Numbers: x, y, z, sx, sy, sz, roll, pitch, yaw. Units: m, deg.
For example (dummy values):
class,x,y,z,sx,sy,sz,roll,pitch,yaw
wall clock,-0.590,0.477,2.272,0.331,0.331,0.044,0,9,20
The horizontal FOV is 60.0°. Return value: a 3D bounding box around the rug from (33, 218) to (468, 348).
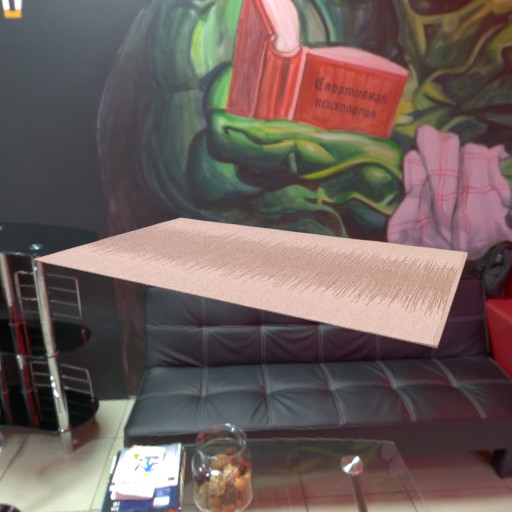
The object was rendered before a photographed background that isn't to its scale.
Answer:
class,x,y,z,sx,sy,sz,roll,pitch,yaw
rug,0.000,0.000,2.920,2.440,0.012,1.522,9,19,27
